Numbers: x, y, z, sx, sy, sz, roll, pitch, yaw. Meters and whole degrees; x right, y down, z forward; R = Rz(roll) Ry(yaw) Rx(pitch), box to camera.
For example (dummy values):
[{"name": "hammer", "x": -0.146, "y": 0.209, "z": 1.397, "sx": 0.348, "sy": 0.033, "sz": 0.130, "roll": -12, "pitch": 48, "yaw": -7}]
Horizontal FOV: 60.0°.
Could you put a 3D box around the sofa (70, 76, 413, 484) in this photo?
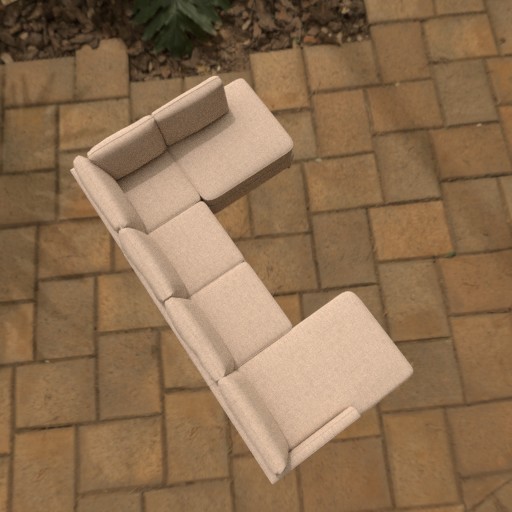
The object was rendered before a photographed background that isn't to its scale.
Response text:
[{"name": "sofa", "x": 0.000, "y": 0.000, "z": 4.256, "sx": 2.021, "sy": 0.996, "sz": 3.423, "roll": -34, "pitch": 78, "yaw": -8}]
